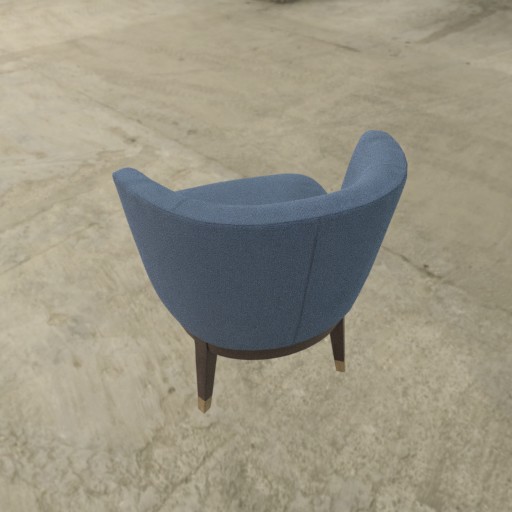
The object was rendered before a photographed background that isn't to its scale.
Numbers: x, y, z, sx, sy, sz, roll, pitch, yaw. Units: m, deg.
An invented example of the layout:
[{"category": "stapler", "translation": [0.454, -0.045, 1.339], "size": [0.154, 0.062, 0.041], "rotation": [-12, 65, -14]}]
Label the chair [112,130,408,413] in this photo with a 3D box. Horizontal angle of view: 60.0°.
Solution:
[{"category": "chair", "translation": [0.000, 0.000, 1.256], "size": [0.661, 0.760, 0.702], "rotation": [-12, 42, -14]}]
